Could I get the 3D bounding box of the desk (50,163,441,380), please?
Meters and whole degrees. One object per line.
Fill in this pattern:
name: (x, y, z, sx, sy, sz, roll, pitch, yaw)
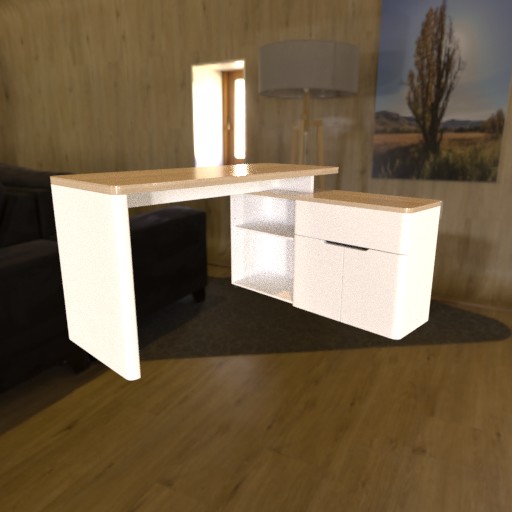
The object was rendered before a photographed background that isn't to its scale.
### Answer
desk: (0.000, 0.000, 2.120, 1.175, 0.770, 1.400, 14, 21, 42)
